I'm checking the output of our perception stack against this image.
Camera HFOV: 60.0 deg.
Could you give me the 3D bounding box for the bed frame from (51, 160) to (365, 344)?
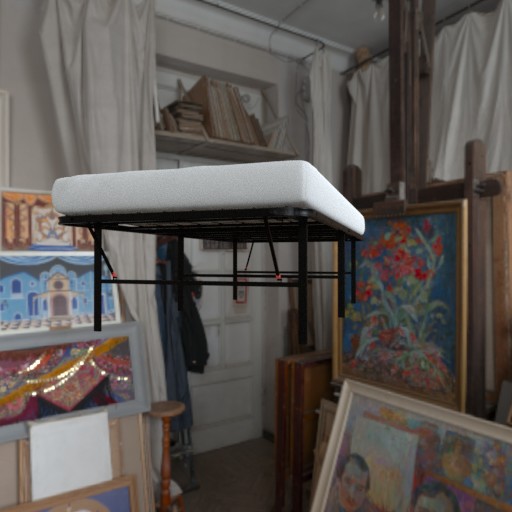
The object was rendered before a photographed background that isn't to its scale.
[{"bbox_3d":[0.000,0.000,2.371,0.989,0.619,1.903,0,-1,19],"label":"bed frame"}]
